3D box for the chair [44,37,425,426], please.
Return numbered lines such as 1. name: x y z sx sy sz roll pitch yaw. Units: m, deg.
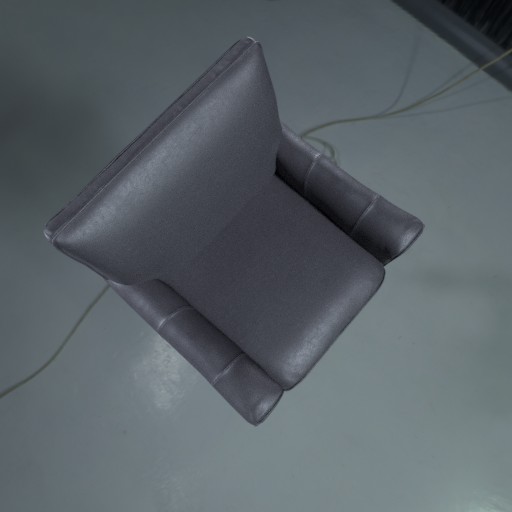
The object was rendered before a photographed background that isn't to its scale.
1. chair: 0.000 0.000 1.618 0.825 0.943 0.870 41 80 9
